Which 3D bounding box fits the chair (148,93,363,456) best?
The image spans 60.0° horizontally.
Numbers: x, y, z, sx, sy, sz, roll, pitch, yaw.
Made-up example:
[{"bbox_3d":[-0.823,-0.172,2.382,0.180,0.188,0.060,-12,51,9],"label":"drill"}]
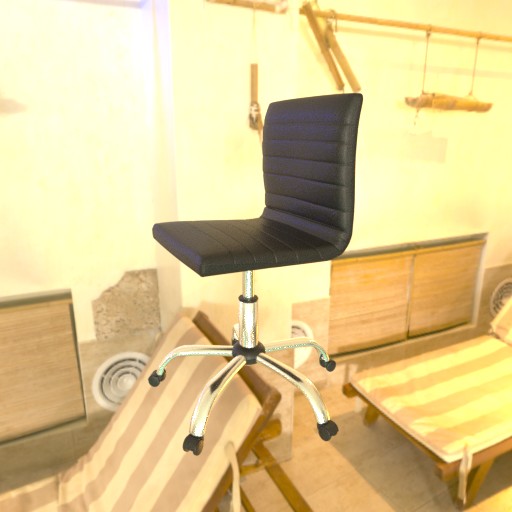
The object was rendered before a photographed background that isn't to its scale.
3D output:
[{"bbox_3d":[0.000,0.000,1.138,0.530,0.780,0.556,-8,17,-26],"label":"chair"}]
